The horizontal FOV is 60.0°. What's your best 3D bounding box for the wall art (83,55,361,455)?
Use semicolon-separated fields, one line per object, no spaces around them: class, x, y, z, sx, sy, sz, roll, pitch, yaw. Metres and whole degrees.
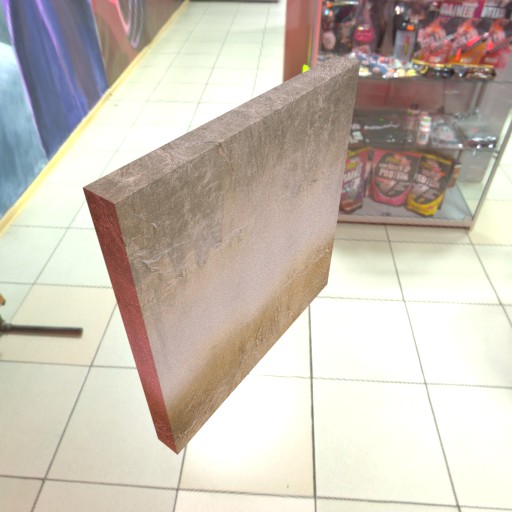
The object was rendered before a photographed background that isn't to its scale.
wall art;0.000;0.000;0.594;0.038;0.407;0.405;26;47;27
